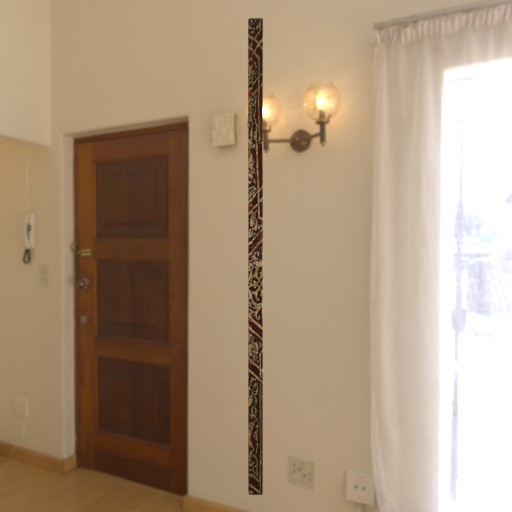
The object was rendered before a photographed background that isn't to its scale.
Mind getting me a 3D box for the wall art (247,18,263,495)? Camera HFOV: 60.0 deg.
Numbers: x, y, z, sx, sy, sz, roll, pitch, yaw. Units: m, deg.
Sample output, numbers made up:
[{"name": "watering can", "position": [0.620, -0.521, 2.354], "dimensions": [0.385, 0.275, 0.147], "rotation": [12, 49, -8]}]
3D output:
[{"name": "wall art", "position": [0.000, 0.000, 0.755], "dimensions": [0.020, 0.599, 0.397], "rotation": [0, 1, 0]}]
